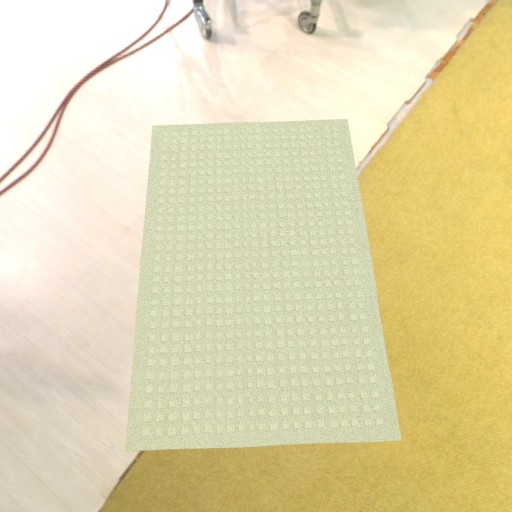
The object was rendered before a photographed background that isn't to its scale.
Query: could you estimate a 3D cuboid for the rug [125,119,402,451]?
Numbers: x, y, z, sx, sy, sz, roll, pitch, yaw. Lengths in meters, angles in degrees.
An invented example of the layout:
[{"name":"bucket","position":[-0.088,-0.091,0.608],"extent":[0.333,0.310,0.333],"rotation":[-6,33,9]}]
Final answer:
[{"name":"rug","position":[0.000,0.000,2.207],"extent":[1.143,0.006,1.747],"rotation":[-2,64,-1]}]
